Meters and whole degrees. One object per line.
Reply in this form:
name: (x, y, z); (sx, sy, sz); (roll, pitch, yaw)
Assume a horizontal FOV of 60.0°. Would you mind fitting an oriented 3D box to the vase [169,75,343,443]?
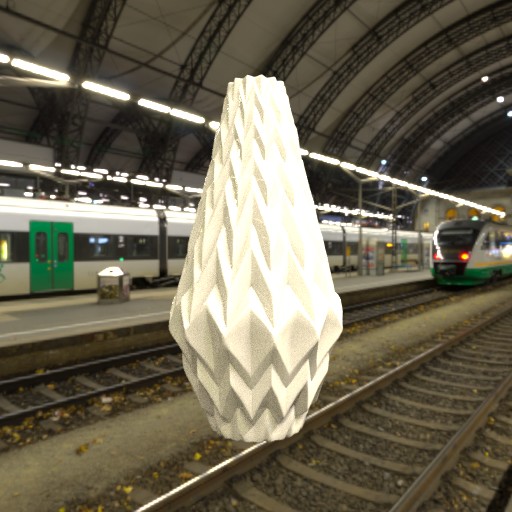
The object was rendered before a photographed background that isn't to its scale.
vase: (0.000, 0.000, 0.428); (0.167, 0.328, 0.167); (0, 1, 0)
